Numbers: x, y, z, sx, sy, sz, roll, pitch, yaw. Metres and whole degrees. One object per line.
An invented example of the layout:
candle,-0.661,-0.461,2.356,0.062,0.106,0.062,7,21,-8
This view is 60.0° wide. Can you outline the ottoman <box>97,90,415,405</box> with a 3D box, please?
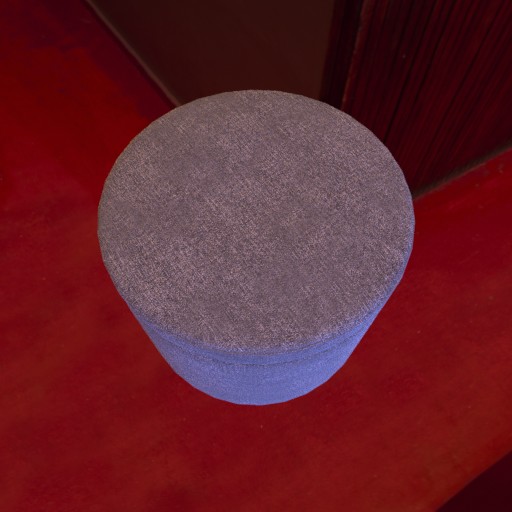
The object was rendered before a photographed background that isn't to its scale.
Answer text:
ottoman,0.000,0.000,0.865,0.500,0.419,0.500,0,62,0
